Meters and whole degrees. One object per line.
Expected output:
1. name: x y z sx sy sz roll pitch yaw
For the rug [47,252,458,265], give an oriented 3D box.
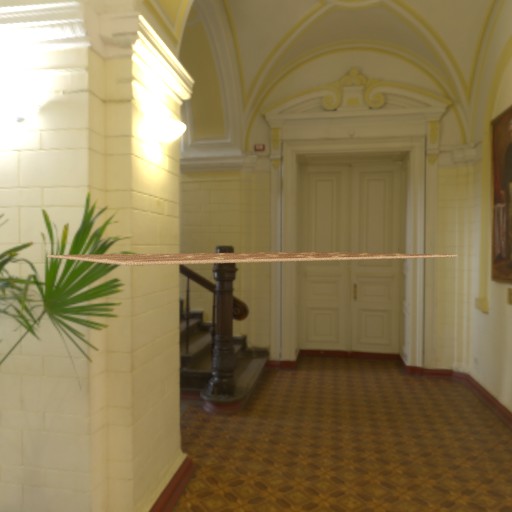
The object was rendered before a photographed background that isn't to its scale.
1. rug: 0.000 0.000 2.959 2.294 0.014 1.528 -1 2 -36
